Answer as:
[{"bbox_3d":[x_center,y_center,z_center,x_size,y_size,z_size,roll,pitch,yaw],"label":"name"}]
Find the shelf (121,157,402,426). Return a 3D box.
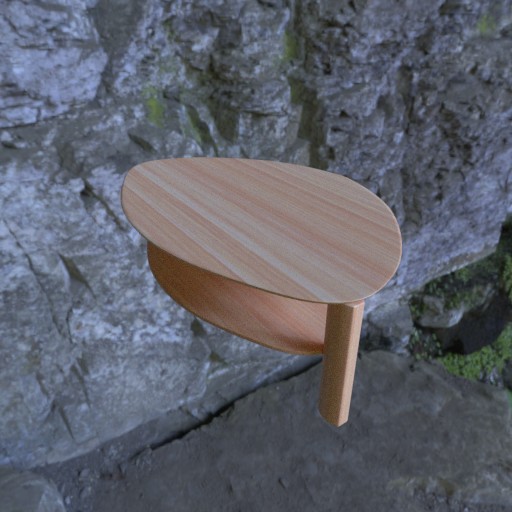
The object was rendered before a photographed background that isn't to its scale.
[{"bbox_3d":[0.000,0.000,1.624,0.845,0.440,1.246,-19,34,-30],"label":"shelf"}]
